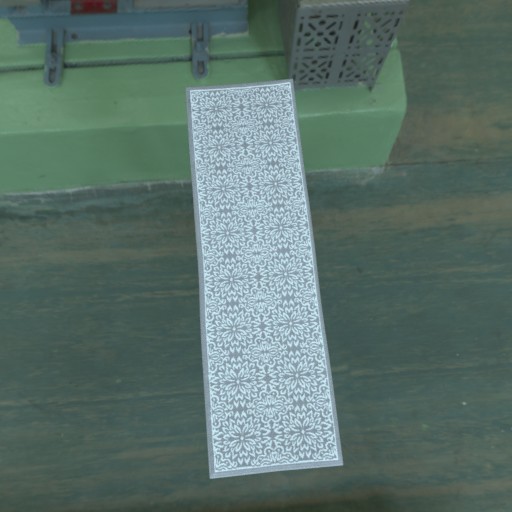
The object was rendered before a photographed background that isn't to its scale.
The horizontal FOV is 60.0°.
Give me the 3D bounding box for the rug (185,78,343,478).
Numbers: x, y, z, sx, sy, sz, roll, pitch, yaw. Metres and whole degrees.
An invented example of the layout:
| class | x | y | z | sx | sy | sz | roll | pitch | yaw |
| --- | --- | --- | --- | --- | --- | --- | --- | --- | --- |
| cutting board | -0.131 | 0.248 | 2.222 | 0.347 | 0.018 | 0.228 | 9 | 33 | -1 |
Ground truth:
| class | x | y | z | sx | sy | sz | roll | pitch | yaw |
| --- | --- | --- | --- | --- | --- | --- | --- | --- | --- |
| rug | 0.000 | 0.000 | 2.444 | 0.662 | 0.011 | 2.196 | -5 | 76 | -1 |
